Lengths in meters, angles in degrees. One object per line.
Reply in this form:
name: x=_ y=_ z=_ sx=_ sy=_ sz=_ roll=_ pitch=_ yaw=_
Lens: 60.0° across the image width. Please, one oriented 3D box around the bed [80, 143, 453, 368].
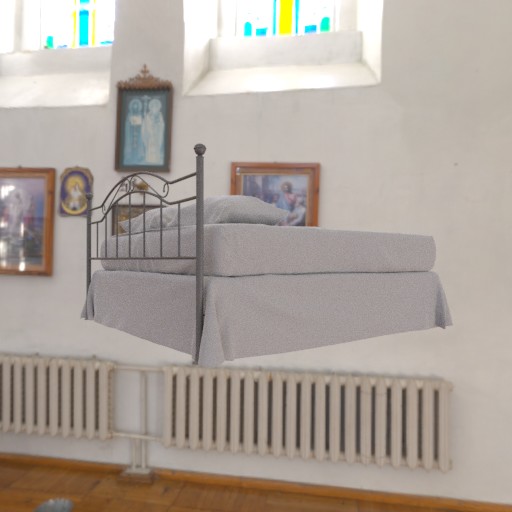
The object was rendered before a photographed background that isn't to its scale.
bed: x=0.000 y=0.000 z=3.605 sx=2.220 sy=1.080 sz=2.309 roll=0 pitch=-1 yaw=-36
